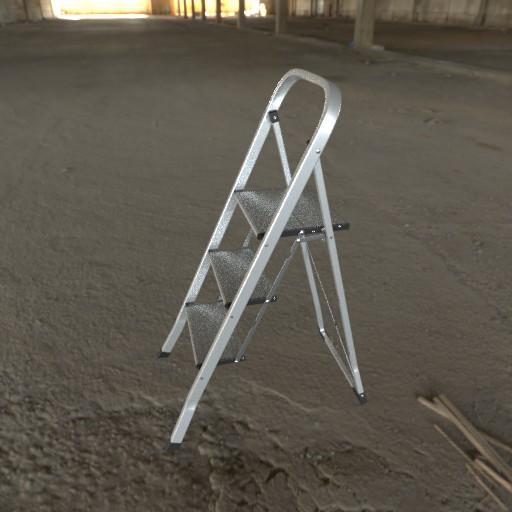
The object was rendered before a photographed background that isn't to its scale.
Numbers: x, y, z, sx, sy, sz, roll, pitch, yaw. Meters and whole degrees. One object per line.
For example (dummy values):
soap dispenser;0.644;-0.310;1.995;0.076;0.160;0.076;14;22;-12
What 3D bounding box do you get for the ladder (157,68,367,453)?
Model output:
ladder;0.000;0.000;1.397;0.704;1.070;0.465;-7;30;-12
